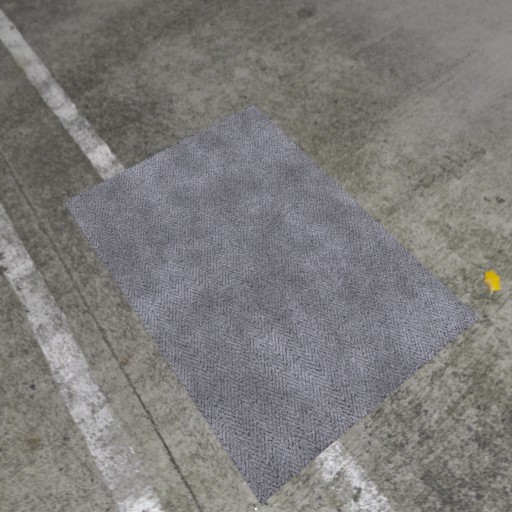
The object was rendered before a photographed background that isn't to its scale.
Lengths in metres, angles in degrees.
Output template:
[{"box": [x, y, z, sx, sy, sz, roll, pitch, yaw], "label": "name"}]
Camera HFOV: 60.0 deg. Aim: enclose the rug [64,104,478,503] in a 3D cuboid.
[{"box": [0.000, 0.000, 2.808, 1.600, 0.008, 2.235, -33, 65, -17], "label": "rug"}]
